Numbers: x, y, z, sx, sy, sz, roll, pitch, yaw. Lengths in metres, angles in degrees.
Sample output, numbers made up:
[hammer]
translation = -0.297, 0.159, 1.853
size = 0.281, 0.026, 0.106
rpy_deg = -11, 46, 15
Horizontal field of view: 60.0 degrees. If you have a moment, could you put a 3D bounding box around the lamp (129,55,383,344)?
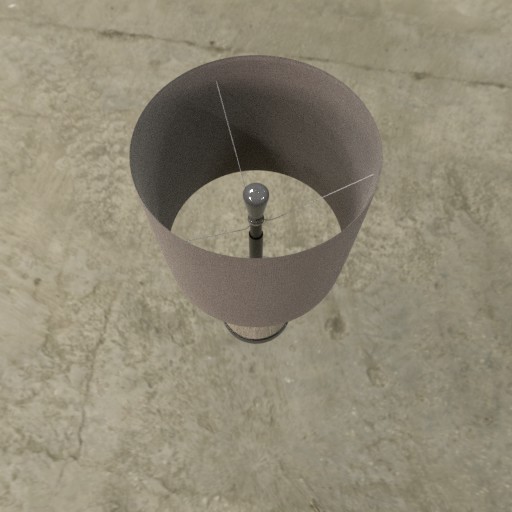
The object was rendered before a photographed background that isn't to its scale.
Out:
[lamp]
translation = 0.000, 0.000, 0.611
size = 0.229, 0.470, 0.229
rpy_deg = 35, 70, 15
